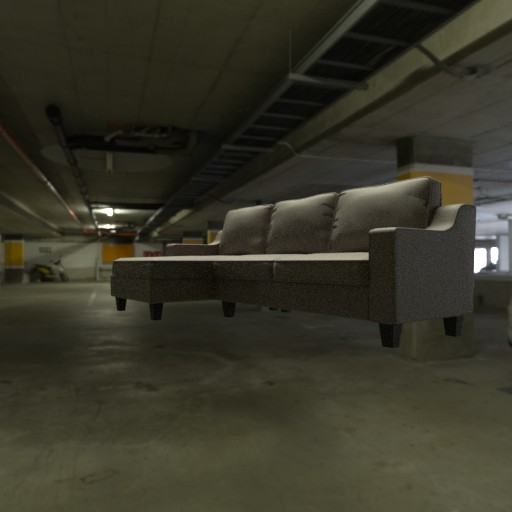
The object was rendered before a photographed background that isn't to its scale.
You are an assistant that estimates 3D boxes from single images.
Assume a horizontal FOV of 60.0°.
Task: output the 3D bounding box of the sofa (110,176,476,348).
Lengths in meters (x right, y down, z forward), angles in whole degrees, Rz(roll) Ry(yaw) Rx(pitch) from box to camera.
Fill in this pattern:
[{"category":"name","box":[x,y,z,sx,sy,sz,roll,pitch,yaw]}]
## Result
[{"category":"sofa","box":[0.000,0.000,3.201,1.294,0.928,2.561,1,-1,-36]}]
